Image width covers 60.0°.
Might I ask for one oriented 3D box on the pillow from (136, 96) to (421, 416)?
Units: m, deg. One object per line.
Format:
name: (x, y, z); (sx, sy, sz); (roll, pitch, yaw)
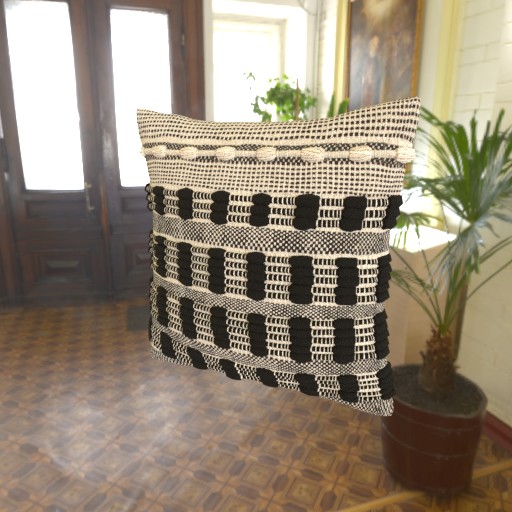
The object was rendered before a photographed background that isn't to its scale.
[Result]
pillow: (0.000, 0.000, 0.668); (0.436, 0.438, 0.156); (7, 16, 25)
